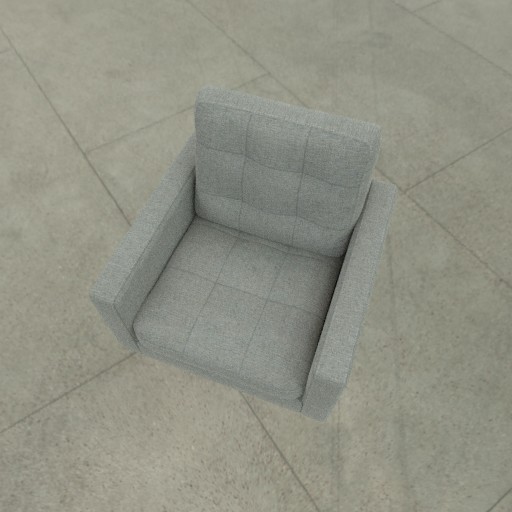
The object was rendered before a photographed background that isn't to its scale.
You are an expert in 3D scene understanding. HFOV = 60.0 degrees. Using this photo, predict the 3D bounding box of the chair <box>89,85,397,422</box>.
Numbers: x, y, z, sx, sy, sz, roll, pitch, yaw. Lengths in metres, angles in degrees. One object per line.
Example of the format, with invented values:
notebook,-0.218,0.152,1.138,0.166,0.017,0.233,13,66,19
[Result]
chair,0.000,0.000,1.583,0.821,0.880,0.843,17,59,11
